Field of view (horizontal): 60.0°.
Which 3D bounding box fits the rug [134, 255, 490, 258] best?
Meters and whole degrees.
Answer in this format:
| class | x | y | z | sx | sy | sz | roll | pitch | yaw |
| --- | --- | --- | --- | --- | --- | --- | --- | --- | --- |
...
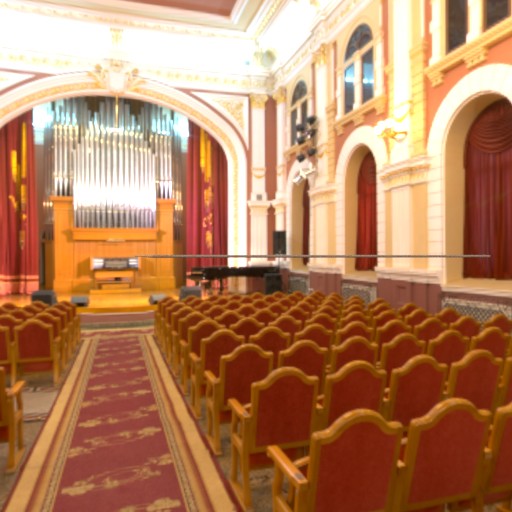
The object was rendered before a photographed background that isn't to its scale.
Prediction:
| class | x | y | z | sx | sy | sz | roll | pitch | yaw |
| --- | --- | --- | --- | --- | --- | --- | --- | --- | --- |
| rug | 0.000 | 0.000 | 2.968 | 1.524 | 0.011 | 2.438 | 0 | 0 | -17 |
